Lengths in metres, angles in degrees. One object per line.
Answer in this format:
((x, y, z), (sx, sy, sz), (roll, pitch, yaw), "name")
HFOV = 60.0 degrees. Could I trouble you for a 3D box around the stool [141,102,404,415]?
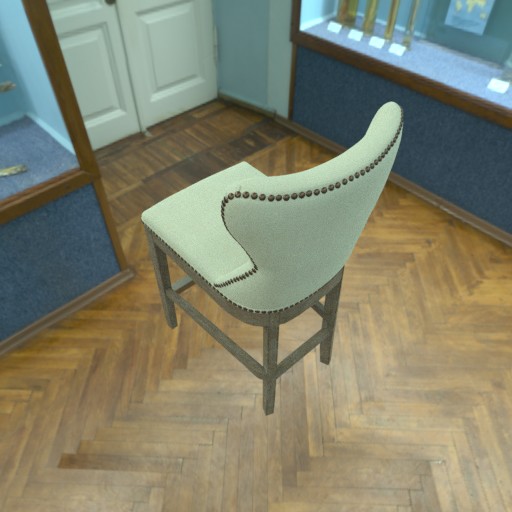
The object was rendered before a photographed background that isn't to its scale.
((0.000, 0.000, 1.322), (0.498, 0.981, 0.608), (-33, 54, -27), "stool")
